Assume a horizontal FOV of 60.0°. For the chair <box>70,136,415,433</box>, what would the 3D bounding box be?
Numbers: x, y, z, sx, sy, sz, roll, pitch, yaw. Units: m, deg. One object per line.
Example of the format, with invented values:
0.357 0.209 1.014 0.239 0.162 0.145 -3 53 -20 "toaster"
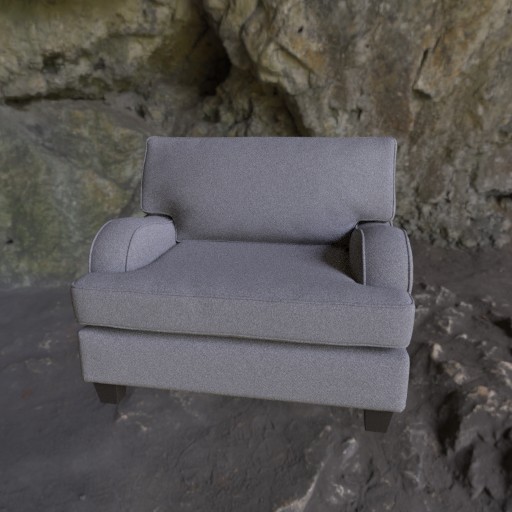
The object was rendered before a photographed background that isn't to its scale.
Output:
0.000 0.000 1.944 1.220 1.016 1.040 3 15 10 "chair"
